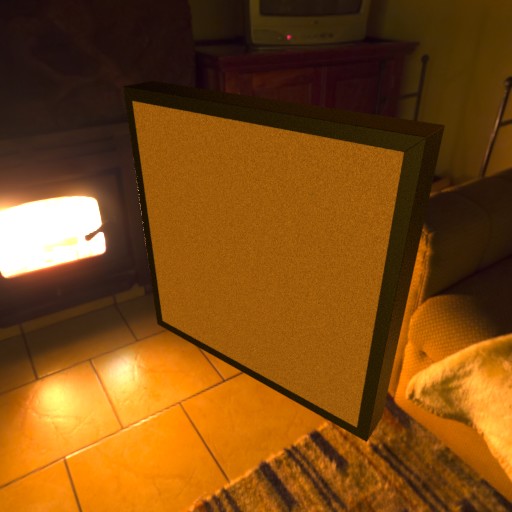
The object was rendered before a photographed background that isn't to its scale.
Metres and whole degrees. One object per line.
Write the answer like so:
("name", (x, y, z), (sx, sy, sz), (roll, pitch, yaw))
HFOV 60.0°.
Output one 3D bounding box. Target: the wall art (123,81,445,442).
("wall art", (0.000, 0.000, 0.454), (0.304, 0.304, 0.038), (21, 37, 31))
